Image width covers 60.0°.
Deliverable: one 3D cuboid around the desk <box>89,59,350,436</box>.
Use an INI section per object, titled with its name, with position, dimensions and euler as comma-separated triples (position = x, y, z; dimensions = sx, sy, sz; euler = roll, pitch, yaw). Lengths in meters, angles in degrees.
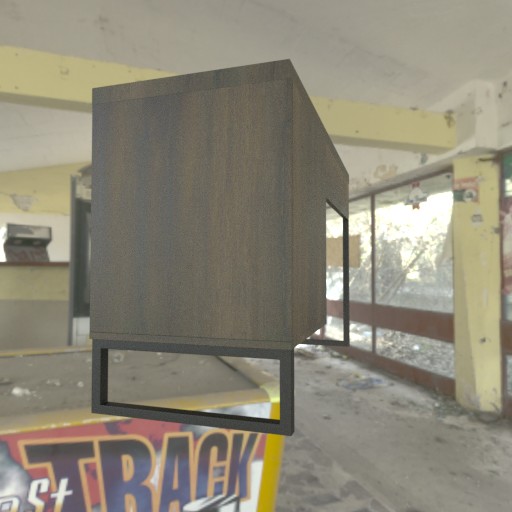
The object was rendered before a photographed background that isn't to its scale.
[desk]
position = 0.000, 0.000, 1.494
dimensions = 0.511, 0.752, 1.134
euler = -1, -2, 18
